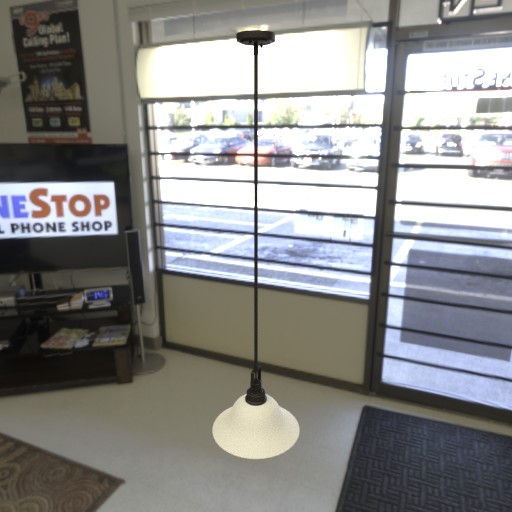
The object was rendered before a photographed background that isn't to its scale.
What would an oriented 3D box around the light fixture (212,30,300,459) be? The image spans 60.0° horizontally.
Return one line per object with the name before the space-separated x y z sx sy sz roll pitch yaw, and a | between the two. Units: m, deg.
light fixture | 0.000 0.000 1.468 0.324 1.337 0.324 8 18 26
